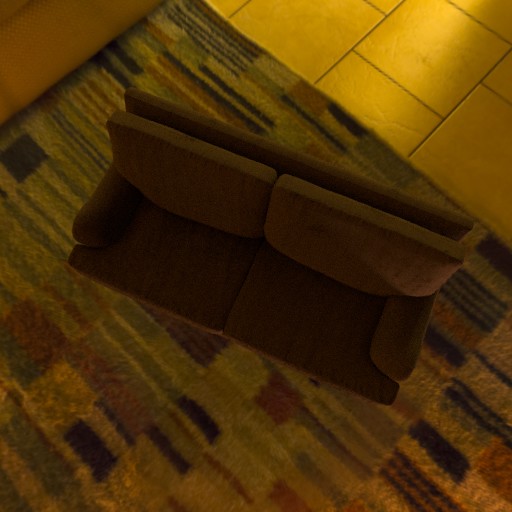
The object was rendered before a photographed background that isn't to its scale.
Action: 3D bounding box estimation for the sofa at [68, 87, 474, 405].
[{"bbox_3d":[0.000,0.000,2.757,2.165,1.087,1.086,23,75,6],"label":"sofa"}]
